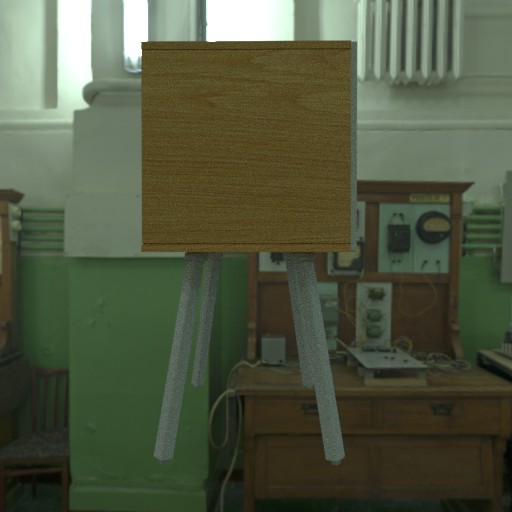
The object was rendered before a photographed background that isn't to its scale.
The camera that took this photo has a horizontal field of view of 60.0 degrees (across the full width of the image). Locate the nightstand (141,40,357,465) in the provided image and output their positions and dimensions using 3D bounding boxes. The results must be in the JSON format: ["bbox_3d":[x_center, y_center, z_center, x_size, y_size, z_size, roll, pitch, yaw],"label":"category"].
[{"bbox_3d":[0.000,0.000,0.817,0.316,0.601,0.400,0,1,1],"label":"nightstand"}]
